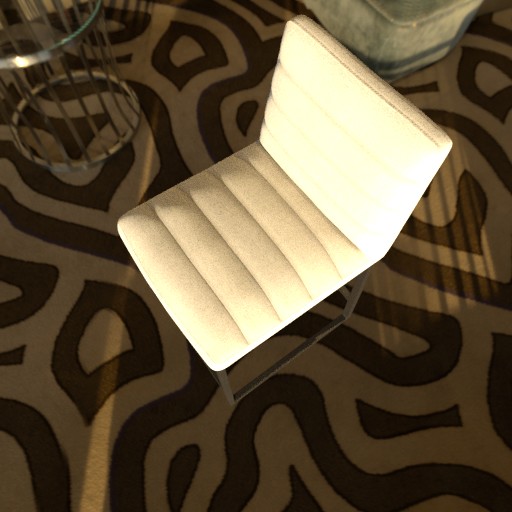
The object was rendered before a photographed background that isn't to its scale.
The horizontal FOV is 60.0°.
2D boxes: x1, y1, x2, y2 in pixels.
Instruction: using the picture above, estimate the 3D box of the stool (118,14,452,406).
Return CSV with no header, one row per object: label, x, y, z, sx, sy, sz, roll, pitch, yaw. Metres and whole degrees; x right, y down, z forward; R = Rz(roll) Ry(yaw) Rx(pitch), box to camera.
stool,0.000,0.000,1.214,0.567,0.971,0.459,-33,68,-15
